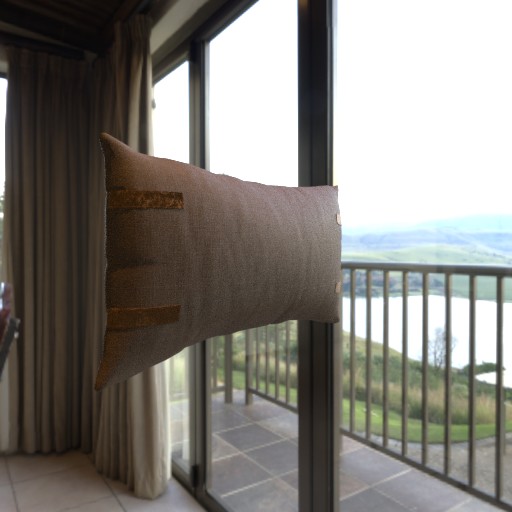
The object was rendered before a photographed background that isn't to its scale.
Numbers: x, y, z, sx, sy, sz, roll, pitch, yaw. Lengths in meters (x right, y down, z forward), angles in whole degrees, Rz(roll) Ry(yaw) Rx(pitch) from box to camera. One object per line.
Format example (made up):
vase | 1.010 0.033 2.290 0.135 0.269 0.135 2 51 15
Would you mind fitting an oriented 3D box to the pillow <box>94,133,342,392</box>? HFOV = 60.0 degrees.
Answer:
pillow | 0.000 0.000 0.754 0.148 0.308 0.612 1 1 37
